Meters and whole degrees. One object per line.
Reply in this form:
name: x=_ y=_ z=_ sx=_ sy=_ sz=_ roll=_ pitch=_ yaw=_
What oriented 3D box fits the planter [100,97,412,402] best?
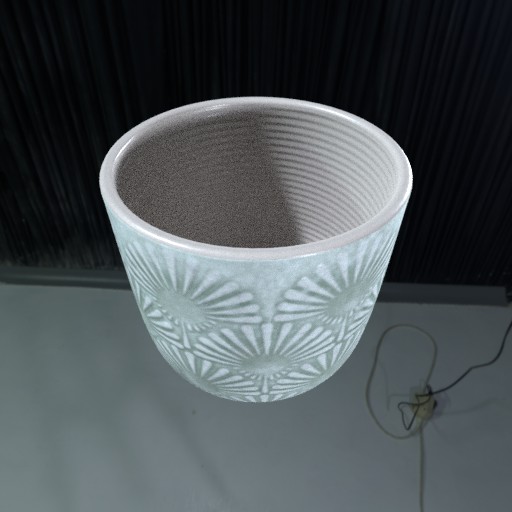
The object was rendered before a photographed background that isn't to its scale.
planter: x=0.000 y=0.000 z=0.216 sx=0.124 sy=0.109 sz=0.124 roll=0 pitch=42 yaw=0
